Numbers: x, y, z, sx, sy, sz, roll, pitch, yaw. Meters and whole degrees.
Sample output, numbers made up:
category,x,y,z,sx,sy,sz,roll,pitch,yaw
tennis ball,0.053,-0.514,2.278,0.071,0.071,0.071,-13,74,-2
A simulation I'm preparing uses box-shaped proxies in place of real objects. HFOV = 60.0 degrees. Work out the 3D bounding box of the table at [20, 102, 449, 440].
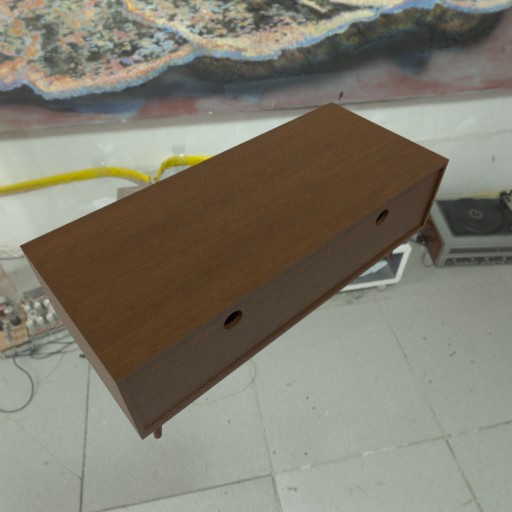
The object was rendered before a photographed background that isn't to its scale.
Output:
category,x,y,z,sx,sy,sz,roll,pitch,yaw
table,0.000,0.000,1.379,1.119,0.464,0.490,-32,54,-27
